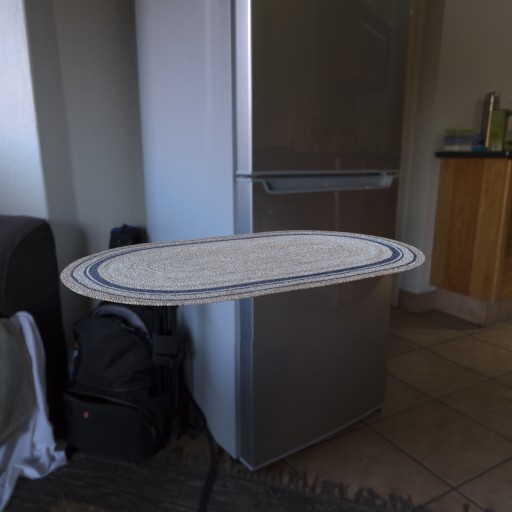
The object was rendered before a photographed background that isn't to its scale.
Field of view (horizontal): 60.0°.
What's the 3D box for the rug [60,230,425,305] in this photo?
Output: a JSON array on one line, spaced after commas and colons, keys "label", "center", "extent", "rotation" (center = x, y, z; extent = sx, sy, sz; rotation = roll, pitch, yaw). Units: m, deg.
[{"label": "rug", "center": [0.000, 0.000, 2.999], "extent": [2.432, 0.006, 1.520], "rotation": [-7, 15, -27]}]
